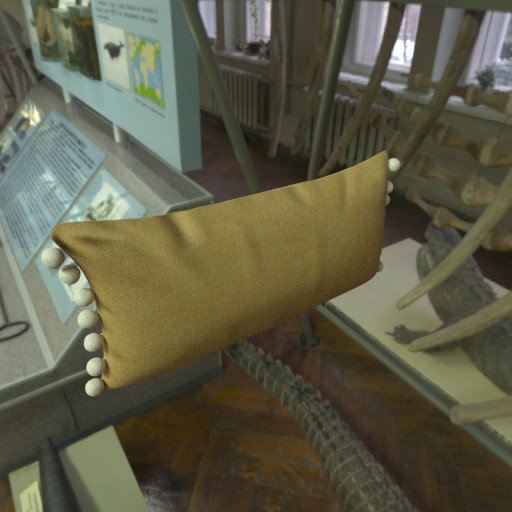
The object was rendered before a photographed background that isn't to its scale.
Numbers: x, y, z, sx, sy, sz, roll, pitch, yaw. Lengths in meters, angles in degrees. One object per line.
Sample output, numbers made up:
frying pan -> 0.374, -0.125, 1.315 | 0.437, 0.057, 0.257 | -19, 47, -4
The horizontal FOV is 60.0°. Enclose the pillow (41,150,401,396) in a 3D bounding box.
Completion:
pillow -> 0.000, 0.000, 0.834 | 0.709, 0.322, 0.201 | -19, 36, -28
